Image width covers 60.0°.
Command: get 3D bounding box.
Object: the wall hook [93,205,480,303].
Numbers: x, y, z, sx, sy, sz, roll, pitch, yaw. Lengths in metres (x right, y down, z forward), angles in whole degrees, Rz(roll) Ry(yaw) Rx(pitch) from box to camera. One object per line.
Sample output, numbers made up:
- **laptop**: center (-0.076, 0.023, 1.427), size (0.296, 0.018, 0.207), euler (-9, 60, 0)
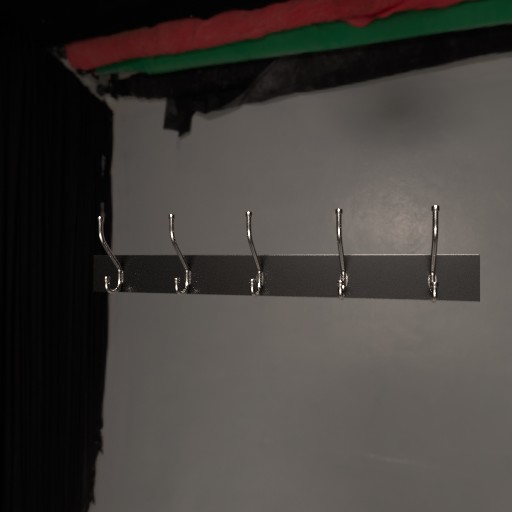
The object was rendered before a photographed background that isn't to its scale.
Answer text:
- **wall hook**: center (0.000, 0.000, 0.618), size (0.571, 0.117, 0.071), euler (0, 0, 18)
